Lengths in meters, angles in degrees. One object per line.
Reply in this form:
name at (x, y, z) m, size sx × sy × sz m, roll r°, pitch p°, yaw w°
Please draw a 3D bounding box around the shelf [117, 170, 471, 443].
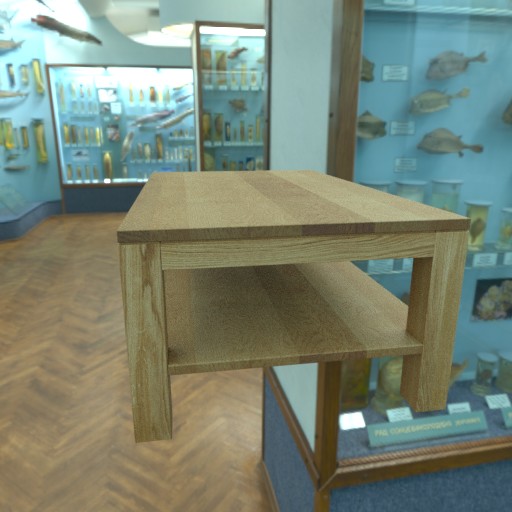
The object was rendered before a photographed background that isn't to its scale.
shelf at (0.000, 0.000, 1.456) m, size 0.700 × 0.450 × 1.150 m, roll -3°, pitch 16°, yaw -9°
